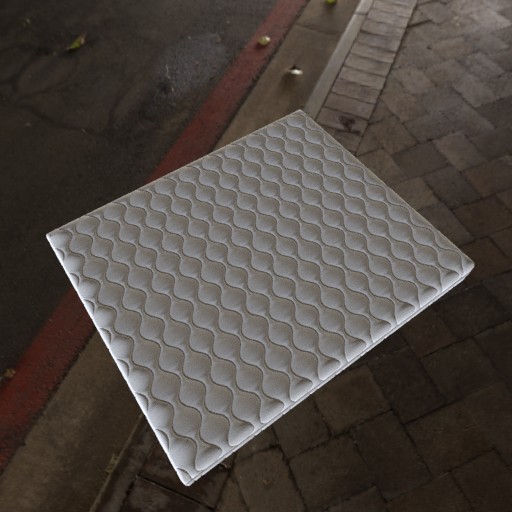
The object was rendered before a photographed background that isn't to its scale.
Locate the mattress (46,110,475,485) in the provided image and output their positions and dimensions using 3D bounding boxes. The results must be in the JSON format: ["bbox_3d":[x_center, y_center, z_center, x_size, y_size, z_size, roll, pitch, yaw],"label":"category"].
[{"bbox_3d":[0.000,0.000,2.596,1.900,0.200,1.600,-31,63,-18],"label":"mattress"}]
